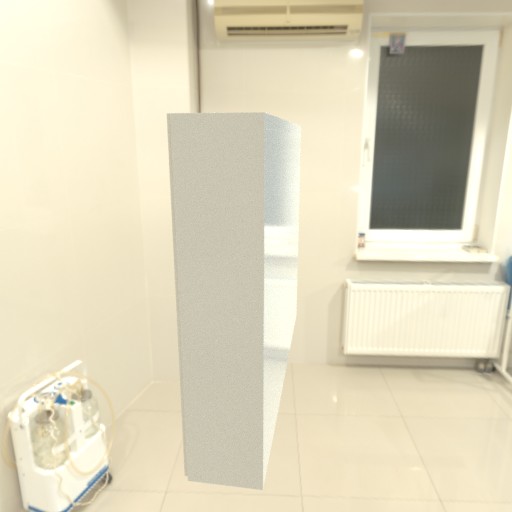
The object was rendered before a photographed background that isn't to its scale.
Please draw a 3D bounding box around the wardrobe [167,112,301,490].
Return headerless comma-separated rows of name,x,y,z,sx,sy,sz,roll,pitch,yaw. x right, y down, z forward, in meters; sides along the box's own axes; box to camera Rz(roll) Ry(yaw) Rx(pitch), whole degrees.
wardrobe,0.000,0.000,4.074,0.580,2.360,3.000,2,15,9
